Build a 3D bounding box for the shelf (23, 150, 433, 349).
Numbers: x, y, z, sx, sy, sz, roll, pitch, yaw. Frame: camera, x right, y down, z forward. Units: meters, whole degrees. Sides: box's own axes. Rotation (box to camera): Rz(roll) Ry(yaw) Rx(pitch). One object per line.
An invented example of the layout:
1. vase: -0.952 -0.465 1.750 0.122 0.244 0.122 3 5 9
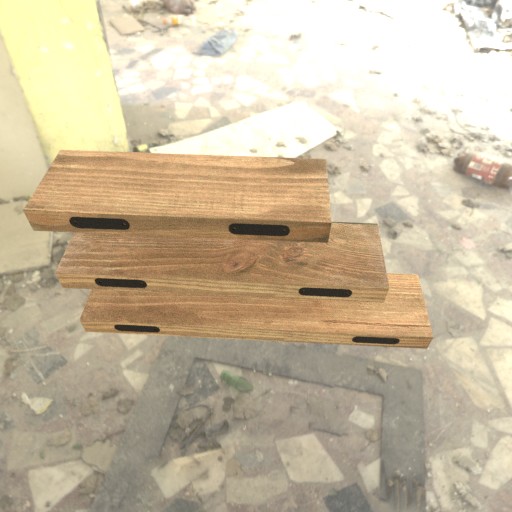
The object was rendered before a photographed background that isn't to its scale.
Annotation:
1. shelf: 0.000 0.000 0.728 0.610 0.293 0.140 2 48 2
